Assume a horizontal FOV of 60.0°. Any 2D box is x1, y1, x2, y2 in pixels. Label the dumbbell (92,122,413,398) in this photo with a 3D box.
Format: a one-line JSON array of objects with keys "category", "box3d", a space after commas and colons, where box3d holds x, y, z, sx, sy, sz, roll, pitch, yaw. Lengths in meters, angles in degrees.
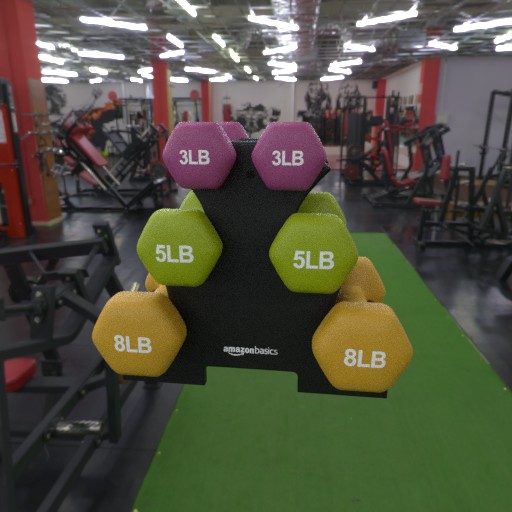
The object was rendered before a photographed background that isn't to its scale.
[{"category": "dumbbell", "box3d": [0.000, 0.000, 0.468, 0.300, 0.271, 0.190, 2, 17, 7]}]
